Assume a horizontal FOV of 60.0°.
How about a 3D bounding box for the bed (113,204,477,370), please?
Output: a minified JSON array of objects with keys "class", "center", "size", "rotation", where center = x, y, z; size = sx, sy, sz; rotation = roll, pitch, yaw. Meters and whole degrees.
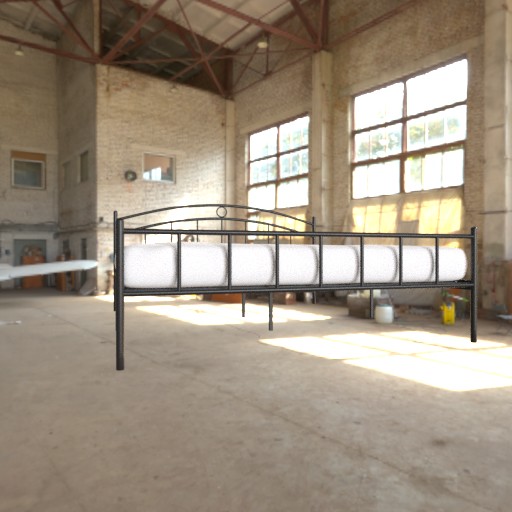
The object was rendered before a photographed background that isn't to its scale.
[{"class":"bed","center":[0.000,0.000,3.087],"size":[1.880,0.940,2.040],"rotation":[0,0,-18]}]
